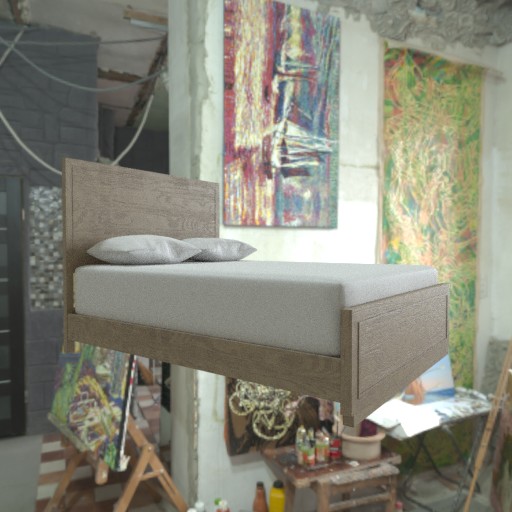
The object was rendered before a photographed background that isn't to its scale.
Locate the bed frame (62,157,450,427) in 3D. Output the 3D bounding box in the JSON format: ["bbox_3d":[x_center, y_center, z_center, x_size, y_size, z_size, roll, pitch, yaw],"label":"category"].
[{"bbox_3d":[0.000,0.000,3.104,2.189,1.369,1.606,1,2,37],"label":"bed frame"}]
